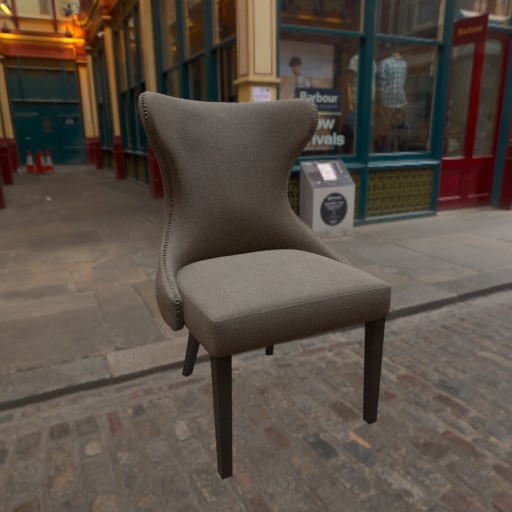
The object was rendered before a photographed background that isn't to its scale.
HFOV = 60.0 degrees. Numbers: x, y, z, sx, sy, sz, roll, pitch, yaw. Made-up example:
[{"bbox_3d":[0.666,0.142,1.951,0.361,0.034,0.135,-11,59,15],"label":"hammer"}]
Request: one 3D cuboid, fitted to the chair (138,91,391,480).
[{"bbox_3d":[0.000,0.000,1.372,0.628,0.967,0.635,-8,18,-26],"label":"chair"}]
